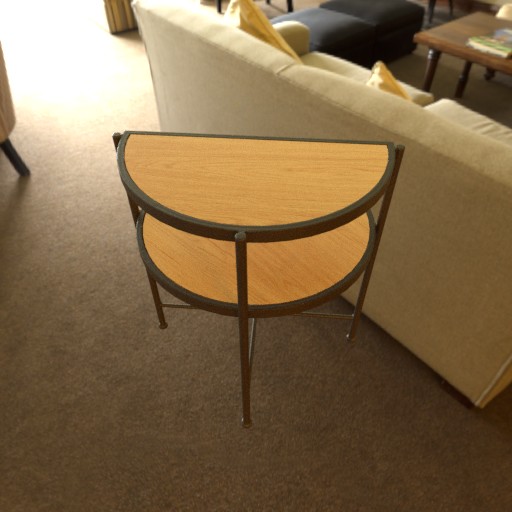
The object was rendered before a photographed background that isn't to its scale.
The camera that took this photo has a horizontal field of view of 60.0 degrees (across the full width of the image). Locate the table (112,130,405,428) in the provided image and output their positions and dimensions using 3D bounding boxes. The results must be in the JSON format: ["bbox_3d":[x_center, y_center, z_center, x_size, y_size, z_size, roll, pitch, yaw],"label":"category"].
[{"bbox_3d":[0.000,0.000,1.172,0.629,0.684,0.628,3,45,3],"label":"table"}]
